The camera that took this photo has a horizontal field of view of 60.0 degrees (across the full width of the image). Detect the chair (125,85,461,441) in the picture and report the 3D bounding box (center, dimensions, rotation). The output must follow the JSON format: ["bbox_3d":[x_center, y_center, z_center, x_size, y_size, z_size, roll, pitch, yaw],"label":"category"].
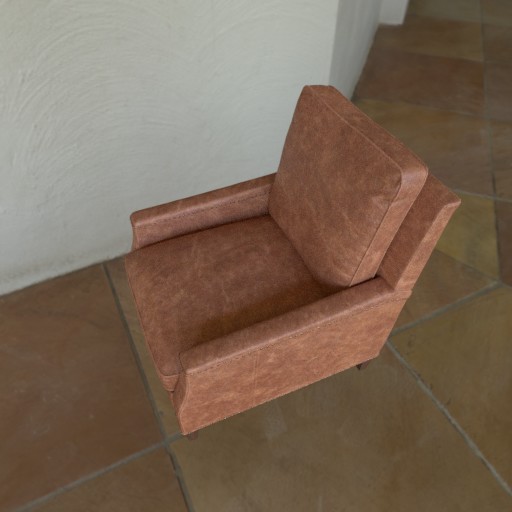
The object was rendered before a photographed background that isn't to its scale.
[{"bbox_3d":[0.000,0.000,1.817,1.035,1.054,0.854,-17,49,-16],"label":"chair"}]
